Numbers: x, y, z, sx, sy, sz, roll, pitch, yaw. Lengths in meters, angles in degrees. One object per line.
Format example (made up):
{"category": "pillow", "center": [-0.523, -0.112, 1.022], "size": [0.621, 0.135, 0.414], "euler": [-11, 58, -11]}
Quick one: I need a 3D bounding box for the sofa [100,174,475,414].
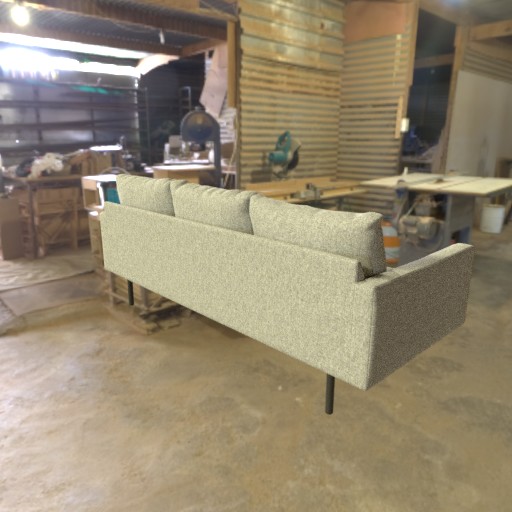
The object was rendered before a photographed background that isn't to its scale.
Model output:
{"category": "sofa", "center": [0.000, 0.000, 2.432], "size": [0.850, 0.830, 2.000], "euler": [-14, 21, -42]}
